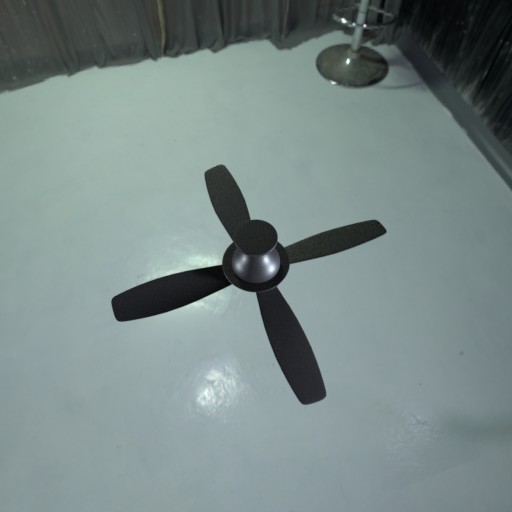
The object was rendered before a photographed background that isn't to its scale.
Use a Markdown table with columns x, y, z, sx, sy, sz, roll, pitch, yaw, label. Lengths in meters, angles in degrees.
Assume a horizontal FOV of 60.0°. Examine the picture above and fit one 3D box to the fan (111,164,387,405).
| x | y | z | sx | sy | sz | roll | pitch | yaw | label |
| --- | --- | --- | --- | --- | --- | --- | --- | --- | --- |
| 0.000 | 0.000 | 2.533 | 1.694 | 0.382 | 1.694 | -17 | 59 | -11 | fan |
